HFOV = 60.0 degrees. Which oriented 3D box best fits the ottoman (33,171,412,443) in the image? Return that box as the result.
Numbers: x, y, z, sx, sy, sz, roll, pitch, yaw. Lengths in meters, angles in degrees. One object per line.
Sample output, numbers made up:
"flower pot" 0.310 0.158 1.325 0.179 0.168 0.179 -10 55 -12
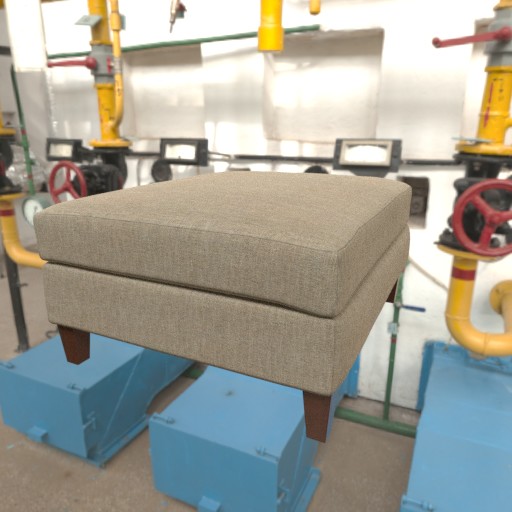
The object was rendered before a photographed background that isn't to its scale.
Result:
"ottoman" 0.000 0.000 1.422 0.836 0.492 0.976 8 19 25
